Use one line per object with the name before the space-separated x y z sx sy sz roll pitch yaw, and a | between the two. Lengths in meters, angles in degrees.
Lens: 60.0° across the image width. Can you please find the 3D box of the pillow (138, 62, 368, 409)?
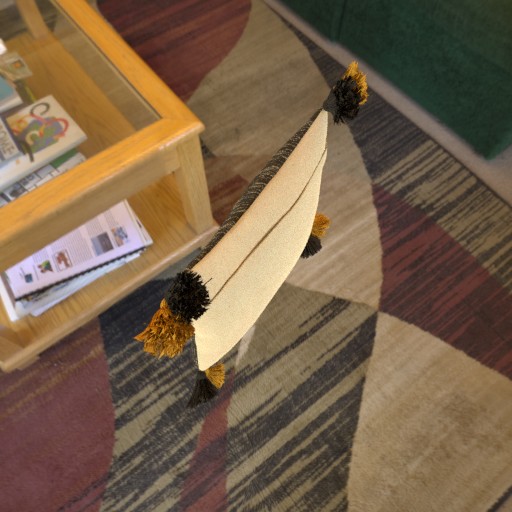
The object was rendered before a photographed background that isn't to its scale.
pillow | 0.000 0.000 0.957 0.139 0.659 0.654 32 68 15
